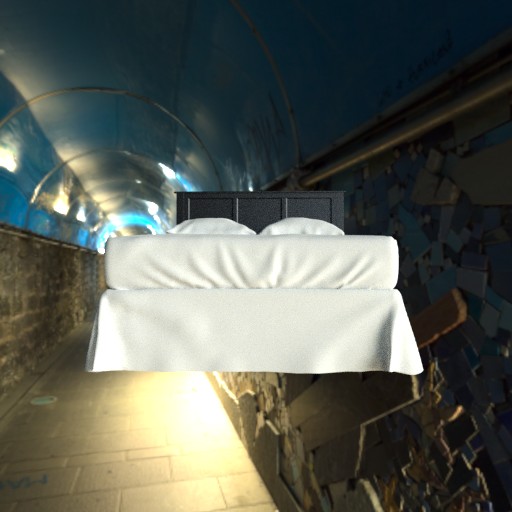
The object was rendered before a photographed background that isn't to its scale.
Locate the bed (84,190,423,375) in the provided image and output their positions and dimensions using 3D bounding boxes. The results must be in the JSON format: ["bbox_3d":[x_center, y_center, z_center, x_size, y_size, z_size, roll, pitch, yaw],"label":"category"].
[{"bbox_3d":[0.000,0.000,3.276,1.870,1.270,2.050,0,-1,2],"label":"bed"}]
